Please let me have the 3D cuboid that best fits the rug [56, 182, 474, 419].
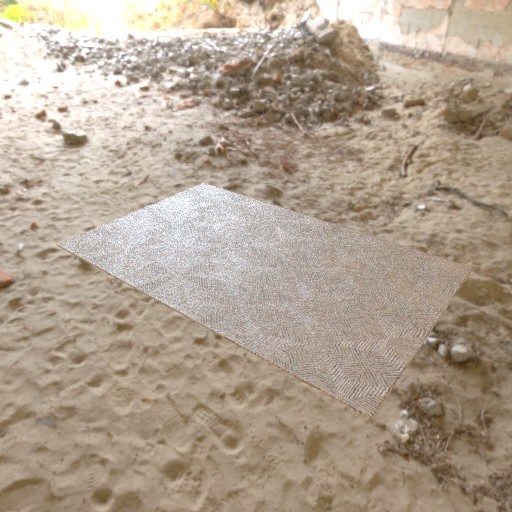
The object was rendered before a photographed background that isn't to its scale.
[{"bbox_3d":[0.000,0.000,3.026,2.428,0.007,1.519,22,37,32],"label":"rug"}]
